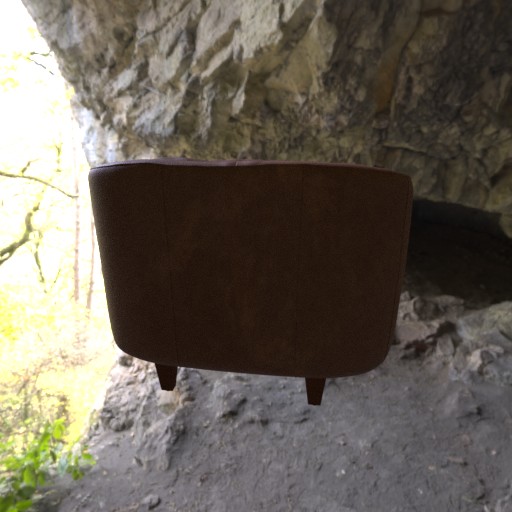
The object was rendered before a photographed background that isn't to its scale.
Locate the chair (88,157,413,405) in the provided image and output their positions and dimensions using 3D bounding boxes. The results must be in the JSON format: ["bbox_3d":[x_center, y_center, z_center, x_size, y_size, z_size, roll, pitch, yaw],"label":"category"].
[{"bbox_3d":[0.000,0.000,1.792,1.119,0.836,0.911,3,18,9],"label":"chair"}]
